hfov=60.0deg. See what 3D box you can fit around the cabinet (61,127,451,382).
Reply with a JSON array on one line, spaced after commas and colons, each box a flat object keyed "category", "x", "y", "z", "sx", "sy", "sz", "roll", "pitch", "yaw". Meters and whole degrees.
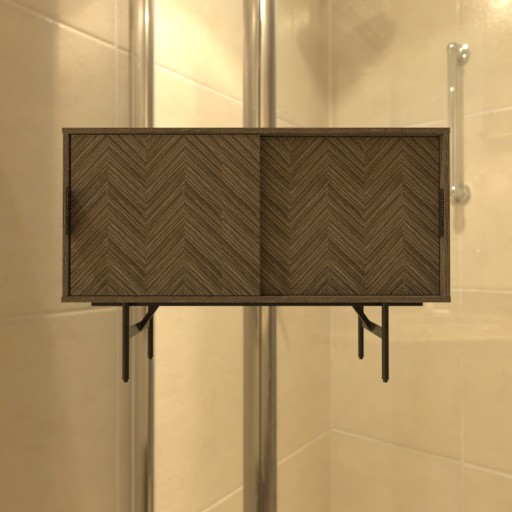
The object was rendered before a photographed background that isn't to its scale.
[{"category": "cabinet", "x": 0.000, "y": 0.000, "z": 1.528, "sx": 1.194, "sy": 0.787, "sz": 0.405, "roll": 0, "pitch": -1, "yaw": 0}]
